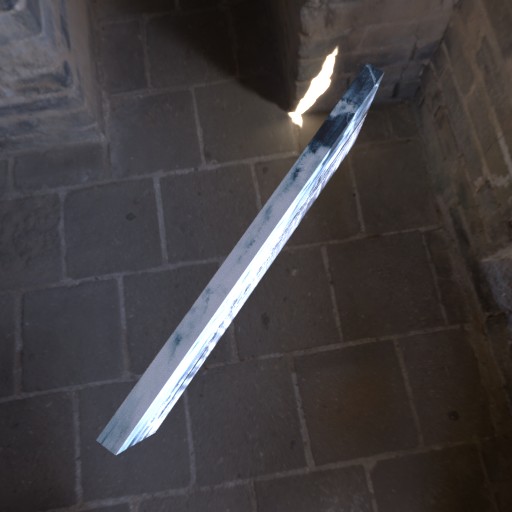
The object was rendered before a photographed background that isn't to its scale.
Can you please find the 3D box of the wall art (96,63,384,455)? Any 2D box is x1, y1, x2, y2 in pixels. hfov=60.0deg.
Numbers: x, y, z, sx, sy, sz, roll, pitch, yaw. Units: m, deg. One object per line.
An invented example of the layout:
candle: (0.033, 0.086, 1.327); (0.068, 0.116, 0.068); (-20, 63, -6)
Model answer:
wall art: (0.000, 0.000, 0.829); (0.037, 0.251, 0.759); (33, 78, 8)
